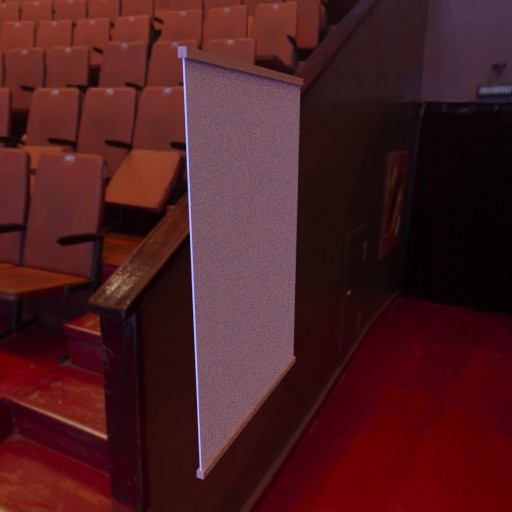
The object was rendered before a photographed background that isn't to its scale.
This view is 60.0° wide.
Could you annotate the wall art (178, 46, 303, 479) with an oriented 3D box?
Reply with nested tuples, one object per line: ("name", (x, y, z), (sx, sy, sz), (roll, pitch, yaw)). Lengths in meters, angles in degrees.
("wall art", (0.000, 0.000, 1.921), (0.030, 1.519, 0.990), (8, 18, 25))
